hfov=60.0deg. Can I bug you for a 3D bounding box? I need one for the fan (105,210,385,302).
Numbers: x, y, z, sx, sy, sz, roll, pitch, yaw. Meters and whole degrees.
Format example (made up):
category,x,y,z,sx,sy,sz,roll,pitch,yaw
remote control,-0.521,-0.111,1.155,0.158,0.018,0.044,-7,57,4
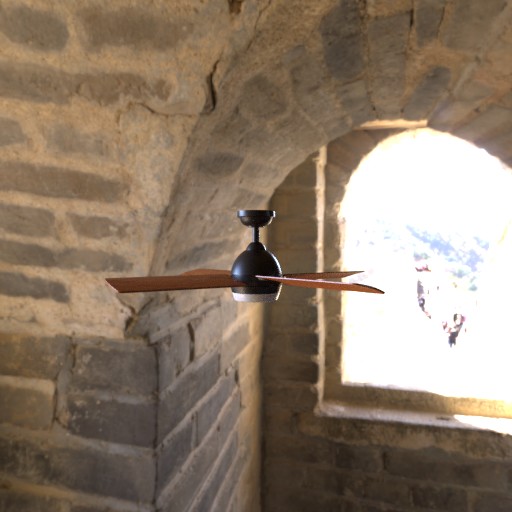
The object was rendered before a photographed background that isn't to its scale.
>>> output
category,x,y,z,sx,sy,sz,roll,pitch,yaw
fan,0.000,0.000,2.009,1.332,0.403,1.332,-1,1,-36
